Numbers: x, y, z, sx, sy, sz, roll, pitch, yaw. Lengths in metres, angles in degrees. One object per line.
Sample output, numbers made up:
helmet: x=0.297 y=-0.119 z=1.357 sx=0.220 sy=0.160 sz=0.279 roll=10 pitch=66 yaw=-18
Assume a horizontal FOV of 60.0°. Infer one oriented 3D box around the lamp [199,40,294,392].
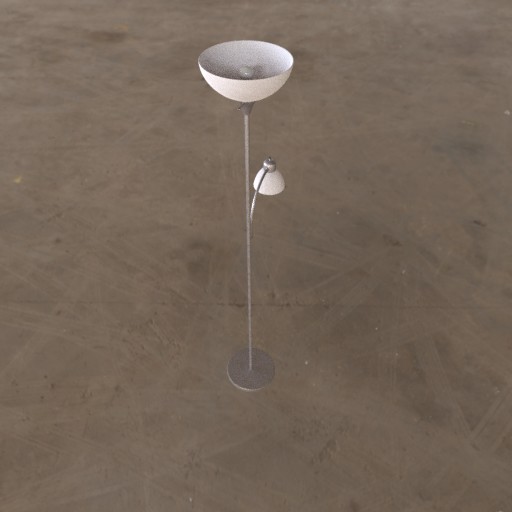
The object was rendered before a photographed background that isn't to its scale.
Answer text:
lamp: x=0.000 y=0.000 z=1.974 sx=0.279 sy=1.804 sz=0.425 roll=16 pitch=49 yaw=15
